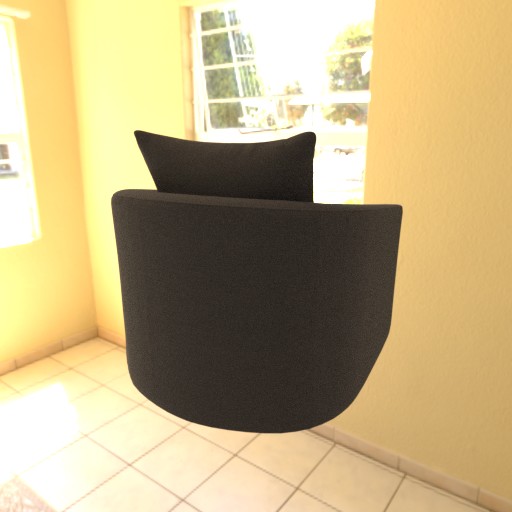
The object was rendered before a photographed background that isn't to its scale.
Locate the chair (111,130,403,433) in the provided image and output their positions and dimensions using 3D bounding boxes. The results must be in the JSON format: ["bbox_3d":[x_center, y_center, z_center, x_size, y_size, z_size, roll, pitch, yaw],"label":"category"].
[{"bbox_3d":[0.000,0.000,1.554,0.845,0.848,0.910,8,17,26],"label":"chair"}]
